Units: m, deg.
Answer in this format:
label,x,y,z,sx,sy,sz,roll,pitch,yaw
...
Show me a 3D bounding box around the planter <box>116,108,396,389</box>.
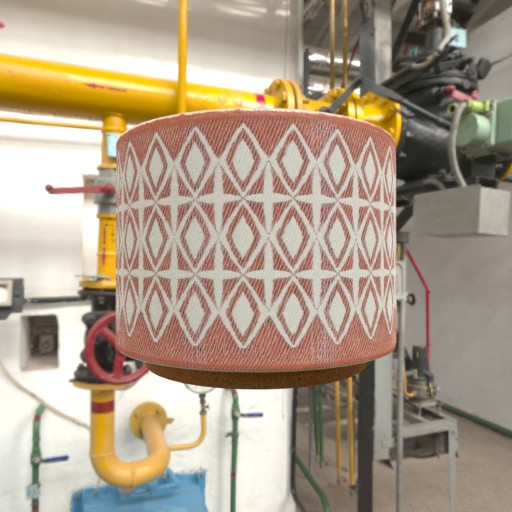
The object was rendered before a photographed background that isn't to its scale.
label,x,y,z,sx,sy,sz,roll,pitch,yaw
planter,0.000,0.000,0.318,0.192,0.148,0.192,0,-1,0
